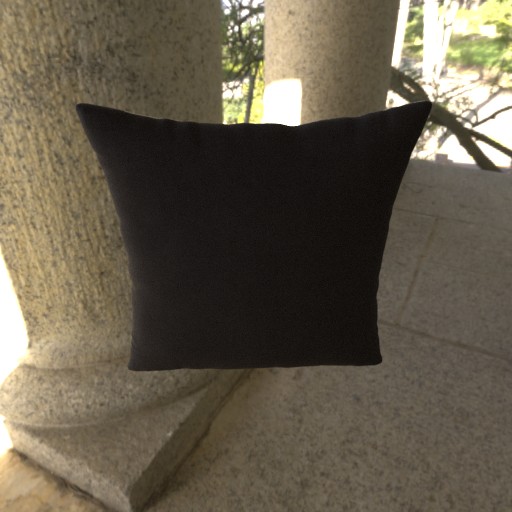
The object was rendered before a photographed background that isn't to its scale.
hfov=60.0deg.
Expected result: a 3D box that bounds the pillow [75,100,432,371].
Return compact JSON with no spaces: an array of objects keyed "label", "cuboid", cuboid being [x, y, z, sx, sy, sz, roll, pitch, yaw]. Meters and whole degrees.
[{"label":"pillow","cuboid":[0.000,0.000,0.760,0.511,0.509,0.161,-1,30,-2]}]
